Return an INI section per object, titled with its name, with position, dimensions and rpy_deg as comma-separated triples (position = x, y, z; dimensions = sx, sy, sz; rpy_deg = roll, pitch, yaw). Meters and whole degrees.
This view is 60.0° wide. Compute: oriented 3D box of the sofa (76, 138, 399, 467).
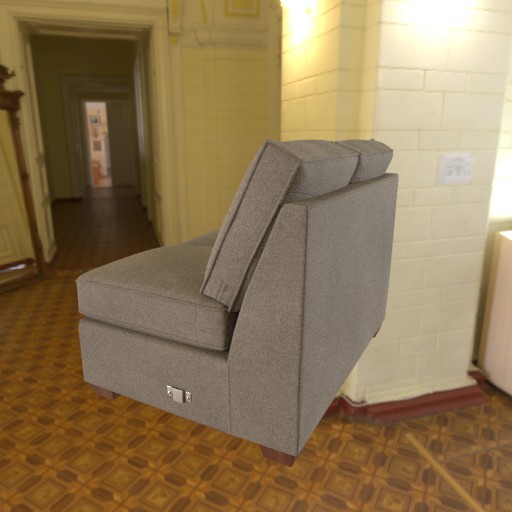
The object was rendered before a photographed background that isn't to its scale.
[sofa]
position = 0.000, 0.000, 1.967
dimensions = 0.951, 1.008, 1.237
rpy_deg = 8, 17, 27
